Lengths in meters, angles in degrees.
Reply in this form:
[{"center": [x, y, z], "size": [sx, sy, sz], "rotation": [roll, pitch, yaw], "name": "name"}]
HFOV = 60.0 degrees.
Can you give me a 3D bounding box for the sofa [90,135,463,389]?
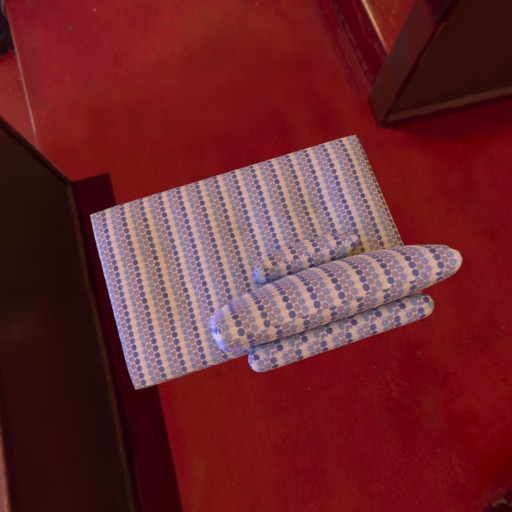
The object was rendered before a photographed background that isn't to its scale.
[{"center": [0.000, 0.000, 2.047], "size": [1.450, 0.820, 1.000], "rotation": [-18, 77, -4], "name": "sofa"}]
